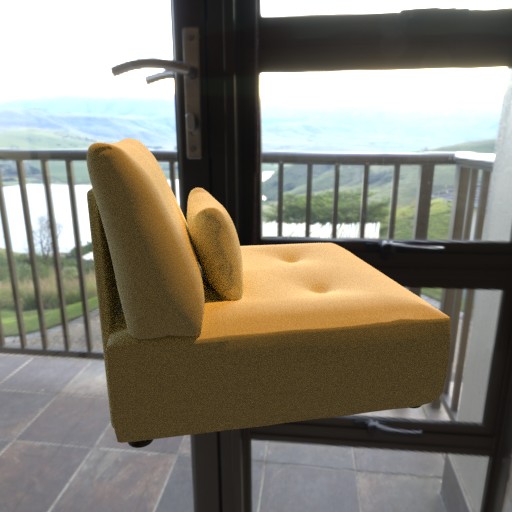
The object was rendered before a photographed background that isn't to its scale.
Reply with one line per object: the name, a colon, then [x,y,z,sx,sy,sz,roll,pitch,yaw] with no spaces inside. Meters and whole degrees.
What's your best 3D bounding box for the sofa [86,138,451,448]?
sofa: [0.000,0.000,1.611,1.000,0.820,0.930,-3,16,-11]
